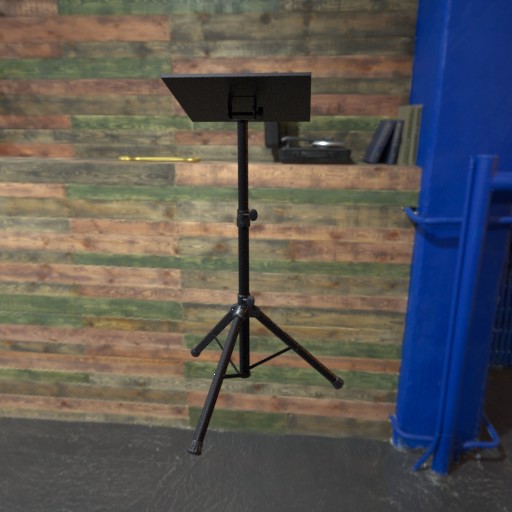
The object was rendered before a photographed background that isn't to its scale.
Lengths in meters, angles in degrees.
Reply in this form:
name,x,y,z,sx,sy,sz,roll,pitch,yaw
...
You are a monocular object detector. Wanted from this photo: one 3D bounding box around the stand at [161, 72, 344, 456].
name,x,y,z,sx,sy,sz,roll,pitch,yaw
stand,0.000,0.000,1.593,0.702,1.198,0.702,2,16,7
